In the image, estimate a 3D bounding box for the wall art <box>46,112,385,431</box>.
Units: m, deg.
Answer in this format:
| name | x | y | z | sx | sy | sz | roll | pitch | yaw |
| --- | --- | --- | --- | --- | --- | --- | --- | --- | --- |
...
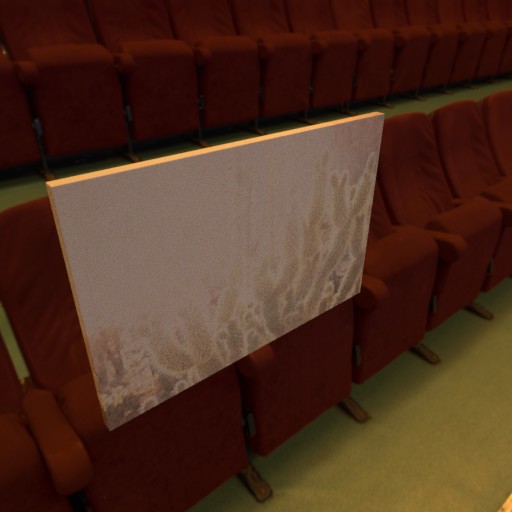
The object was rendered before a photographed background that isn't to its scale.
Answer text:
| name | x | y | z | sx | sy | sz | roll | pitch | yaw |
| --- | --- | --- | --- | --- | --- | --- | --- | --- | --- |
| wall art | 0.000 | 0.000 | 1.442 | 1.142 | 0.758 | 0.041 | -22 | 36 | -34 |
